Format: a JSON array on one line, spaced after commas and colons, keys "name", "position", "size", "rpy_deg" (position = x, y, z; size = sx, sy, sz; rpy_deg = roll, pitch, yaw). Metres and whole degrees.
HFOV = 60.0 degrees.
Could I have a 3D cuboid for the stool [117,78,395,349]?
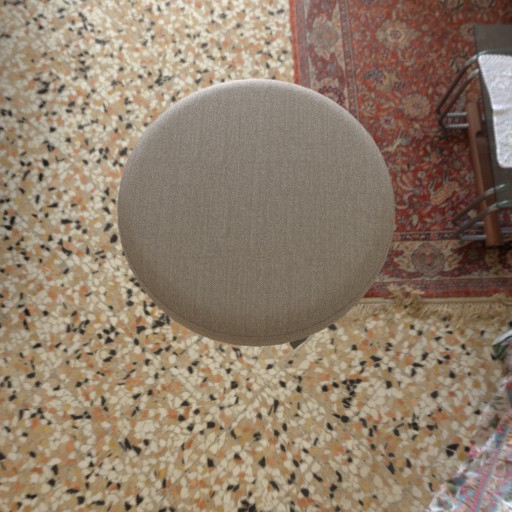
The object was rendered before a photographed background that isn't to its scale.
[{"name": "stool", "position": [0.000, 0.000, 1.017], "size": [0.443, 0.757, 0.443], "rpy_deg": [0, 75, 0]}]
